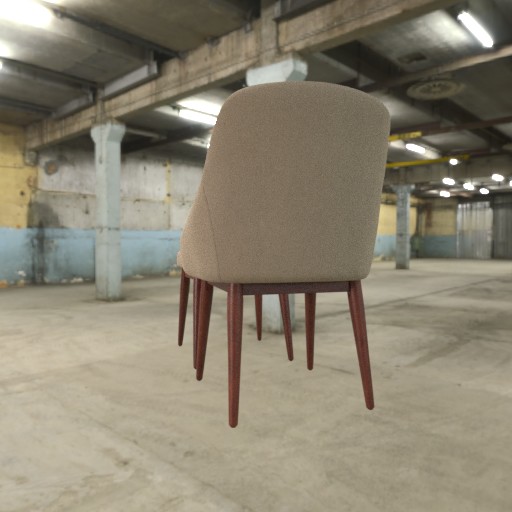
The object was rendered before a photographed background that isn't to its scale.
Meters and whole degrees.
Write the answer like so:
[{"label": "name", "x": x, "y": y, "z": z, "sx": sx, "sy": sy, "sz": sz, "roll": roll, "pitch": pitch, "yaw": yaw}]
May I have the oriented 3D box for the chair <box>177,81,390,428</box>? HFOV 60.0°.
[{"label": "chair", "x": 0.000, "y": 0.000, "z": 1.610, "sx": 0.584, "sy": 0.866, "sz": 1.114, "roll": 0, "pitch": 1, "yaw": -18}]
